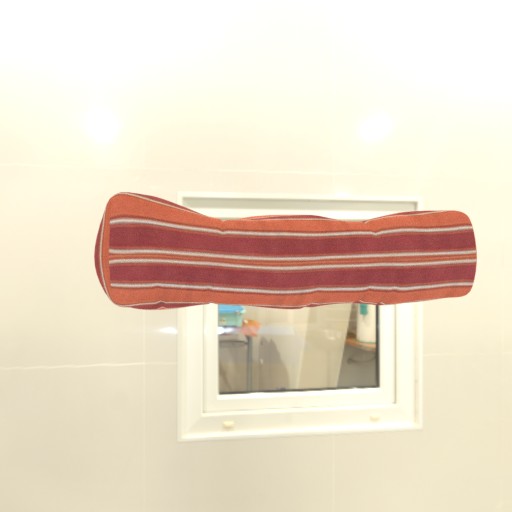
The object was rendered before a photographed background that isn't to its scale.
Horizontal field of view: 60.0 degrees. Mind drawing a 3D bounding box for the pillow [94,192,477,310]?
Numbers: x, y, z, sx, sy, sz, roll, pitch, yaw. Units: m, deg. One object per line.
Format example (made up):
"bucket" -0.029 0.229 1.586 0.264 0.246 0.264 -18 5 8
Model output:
"pillow" 0.000 0.000 0.723 0.468 0.133 0.490 0 0 -16
